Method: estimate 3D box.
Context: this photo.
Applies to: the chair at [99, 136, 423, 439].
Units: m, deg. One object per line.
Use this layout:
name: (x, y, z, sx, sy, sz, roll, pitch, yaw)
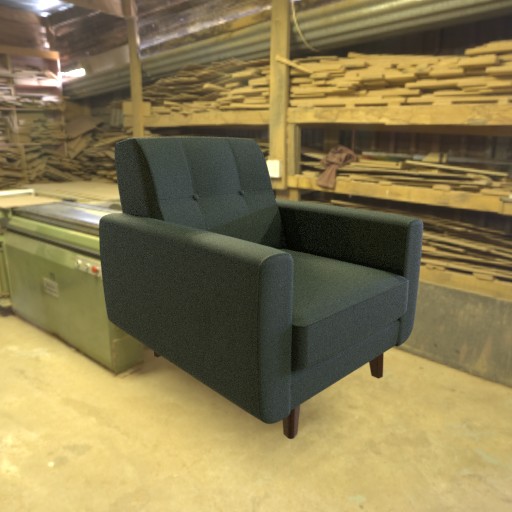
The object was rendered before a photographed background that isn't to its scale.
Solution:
chair: (0.000, 0.000, 1.604, 0.831, 0.841, 0.909, -14, 20, -43)
